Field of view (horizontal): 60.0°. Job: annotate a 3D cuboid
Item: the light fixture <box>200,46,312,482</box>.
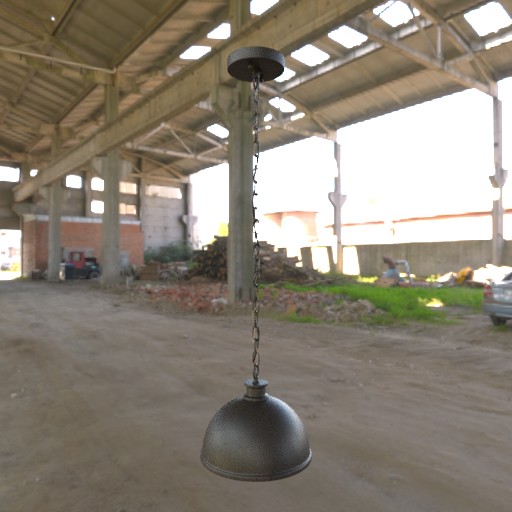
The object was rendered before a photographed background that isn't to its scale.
[{"bbox_3d":[0.000,0.000,1.224,0.304,1.090,0.304,0,-1,19],"label":"light fixture"}]
